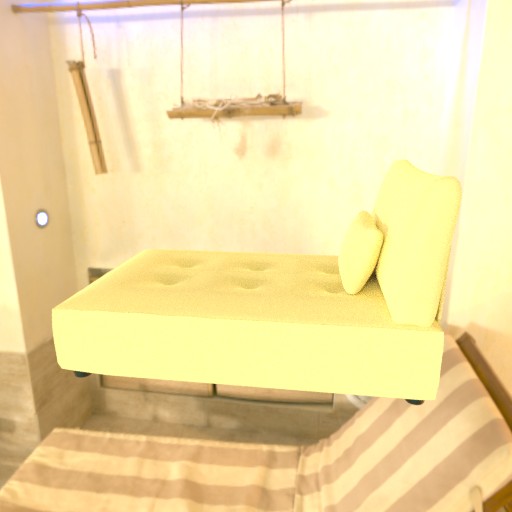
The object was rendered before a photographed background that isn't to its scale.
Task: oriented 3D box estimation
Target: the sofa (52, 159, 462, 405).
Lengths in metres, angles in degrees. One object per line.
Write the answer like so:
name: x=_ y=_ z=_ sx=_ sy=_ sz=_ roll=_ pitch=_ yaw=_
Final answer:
sofa: x=0.000 y=0.000 z=1.999 sx=1.450 sy=0.820 sz=0.930 roll=2 pitch=15 yaw=8
